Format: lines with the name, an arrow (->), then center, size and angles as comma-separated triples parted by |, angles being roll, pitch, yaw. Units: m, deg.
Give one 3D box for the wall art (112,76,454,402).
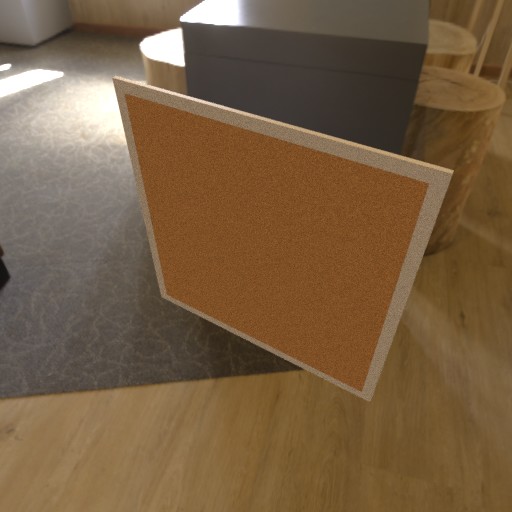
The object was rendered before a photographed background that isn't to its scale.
wall art -> 0.000, 0.000, 0.835 | 0.558, 0.559, 0.009 | 23, 48, 22
